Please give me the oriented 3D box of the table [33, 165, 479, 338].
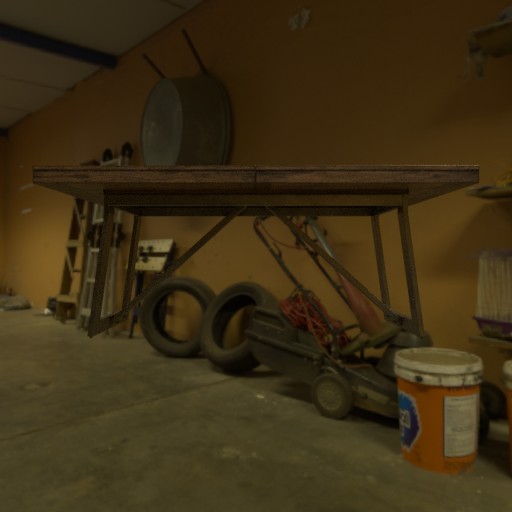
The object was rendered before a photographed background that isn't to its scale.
[{"bbox_3d":[0.000,0.000,2.318,1.867,0.757,0.931,0,0,0],"label":"table"}]
